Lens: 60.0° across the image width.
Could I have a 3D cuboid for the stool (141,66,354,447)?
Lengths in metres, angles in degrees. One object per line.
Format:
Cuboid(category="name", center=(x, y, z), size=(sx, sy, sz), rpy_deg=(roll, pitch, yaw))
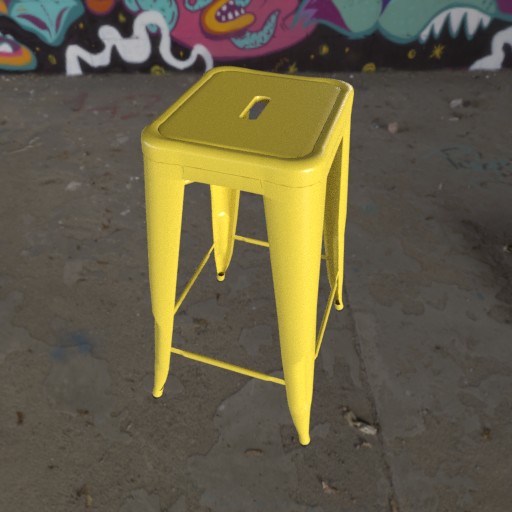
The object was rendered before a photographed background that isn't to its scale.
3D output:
Cuboid(category="stool", center=(0.000, 0.000, 0.863), size=(0.359, 0.609, 0.399), rpy_deg=(13, 45, 13))
